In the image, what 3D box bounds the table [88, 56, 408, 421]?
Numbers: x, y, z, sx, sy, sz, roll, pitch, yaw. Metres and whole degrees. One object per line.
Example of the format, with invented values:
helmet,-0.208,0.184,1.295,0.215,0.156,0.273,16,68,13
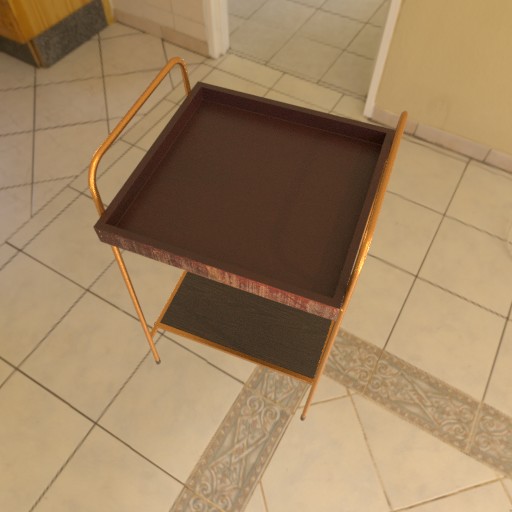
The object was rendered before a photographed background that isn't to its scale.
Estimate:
table,0.000,0.000,0.987,0.430,0.710,0.430,18,59,11
